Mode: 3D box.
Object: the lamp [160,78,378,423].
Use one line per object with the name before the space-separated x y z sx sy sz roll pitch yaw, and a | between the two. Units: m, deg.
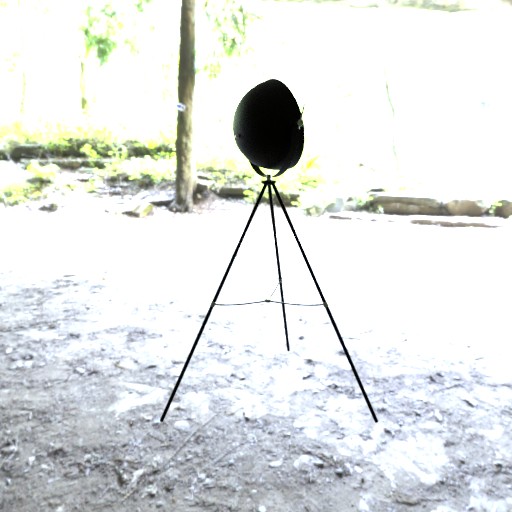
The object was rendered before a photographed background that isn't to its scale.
lamp | 0.000 0.000 2.004 0.920 1.512 0.817 -8 17 -28
